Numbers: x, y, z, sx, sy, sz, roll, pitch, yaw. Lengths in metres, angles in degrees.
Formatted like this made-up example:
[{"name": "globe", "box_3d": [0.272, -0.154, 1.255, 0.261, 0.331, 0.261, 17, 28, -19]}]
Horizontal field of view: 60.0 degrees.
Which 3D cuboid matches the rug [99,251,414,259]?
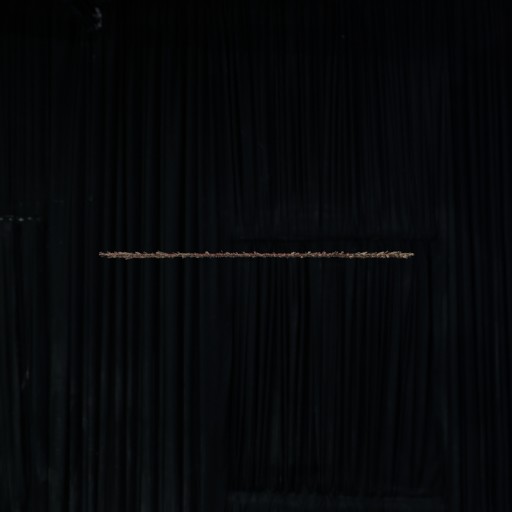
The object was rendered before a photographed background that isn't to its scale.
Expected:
[{"name": "rug", "box_3d": [0.000, 0.000, 2.705, 1.469, 0.040, 2.025, 0, 0, 0]}]
